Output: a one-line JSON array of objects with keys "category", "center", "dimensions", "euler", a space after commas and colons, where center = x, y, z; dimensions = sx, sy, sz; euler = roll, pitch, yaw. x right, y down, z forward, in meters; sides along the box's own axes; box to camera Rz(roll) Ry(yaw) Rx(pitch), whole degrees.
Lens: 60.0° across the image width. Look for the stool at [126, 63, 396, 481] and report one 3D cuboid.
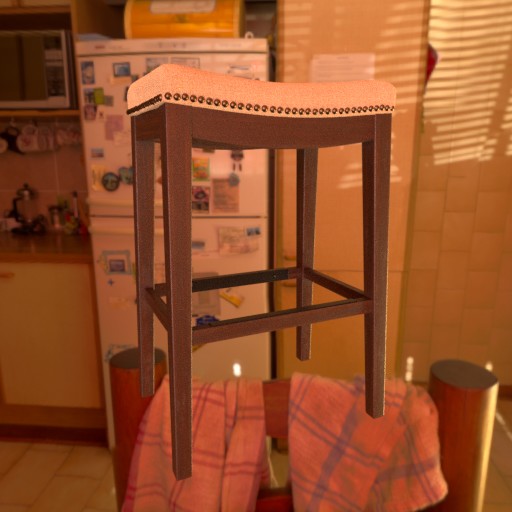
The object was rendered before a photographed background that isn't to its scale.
[{"category": "stool", "center": [0.000, 0.000, 1.030], "dimensions": [0.509, 0.768, 0.363], "euler": [-6, 14, -25]}]
